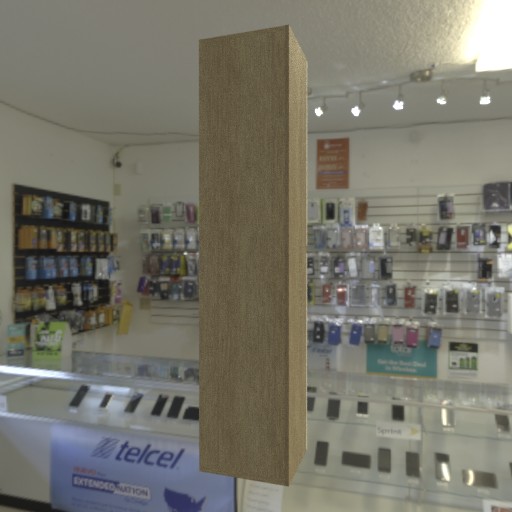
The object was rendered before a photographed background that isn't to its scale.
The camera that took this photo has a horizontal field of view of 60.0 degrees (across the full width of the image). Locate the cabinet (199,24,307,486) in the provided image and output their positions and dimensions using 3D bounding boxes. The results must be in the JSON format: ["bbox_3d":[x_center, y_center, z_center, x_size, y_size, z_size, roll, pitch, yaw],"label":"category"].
[{"bbox_3d":[0.000,0.000,1.518,0.300,1.400,0.270,0,0,18],"label":"cabinet"}]
